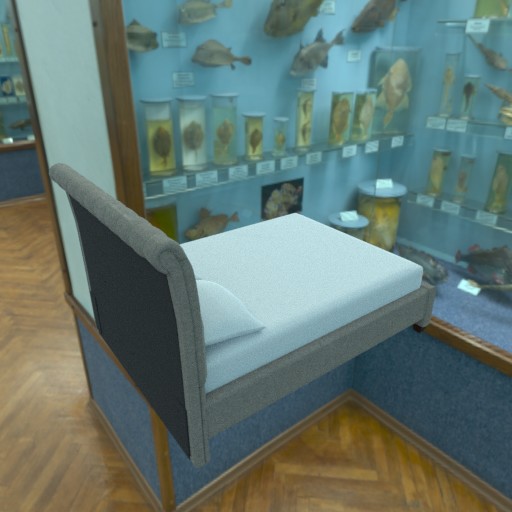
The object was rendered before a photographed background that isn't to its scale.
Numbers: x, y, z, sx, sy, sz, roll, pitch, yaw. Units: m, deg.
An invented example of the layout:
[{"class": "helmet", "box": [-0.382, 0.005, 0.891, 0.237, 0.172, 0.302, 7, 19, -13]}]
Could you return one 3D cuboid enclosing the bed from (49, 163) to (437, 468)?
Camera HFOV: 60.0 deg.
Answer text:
[{"class": "bed", "box": [0.000, 0.000, 3.255, 2.252, 1.371, 1.645, -18, 31, -32]}]
